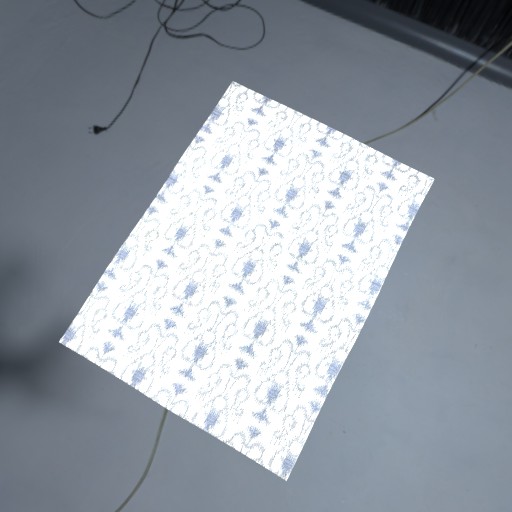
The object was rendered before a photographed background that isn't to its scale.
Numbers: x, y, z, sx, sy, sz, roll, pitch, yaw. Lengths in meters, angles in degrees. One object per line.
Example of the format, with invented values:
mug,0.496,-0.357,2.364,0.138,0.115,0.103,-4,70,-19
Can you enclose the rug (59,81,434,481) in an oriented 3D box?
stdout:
rug,0.000,0.000,3.017,1.676,0.013,2.261,28,76,8
